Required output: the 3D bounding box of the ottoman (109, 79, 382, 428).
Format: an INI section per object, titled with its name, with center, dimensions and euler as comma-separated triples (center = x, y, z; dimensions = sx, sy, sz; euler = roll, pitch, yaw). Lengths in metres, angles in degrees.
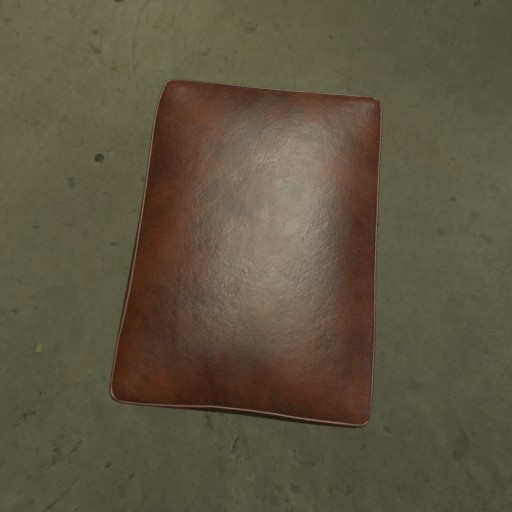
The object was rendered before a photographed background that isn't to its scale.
[ottoman]
center = 0.000, 0.000, 0.998
dimensions = 0.501, 0.432, 0.665
euler = 6, 76, 1
